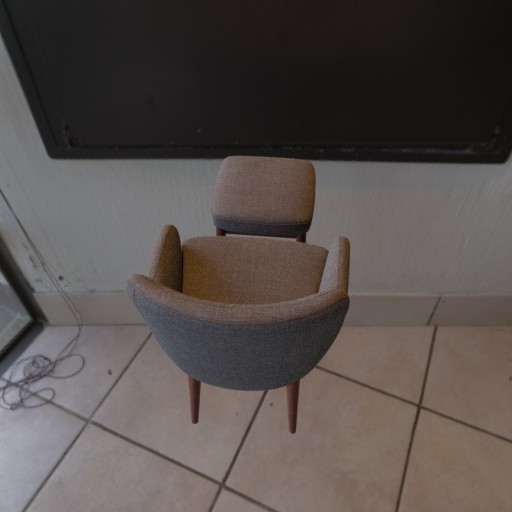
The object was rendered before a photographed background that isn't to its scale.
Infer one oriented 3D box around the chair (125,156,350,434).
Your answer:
[{"bbox_3d":[0.000,0.000,1.517,0.584,0.799,1.107,4,47,4],"label":"chair"}]
